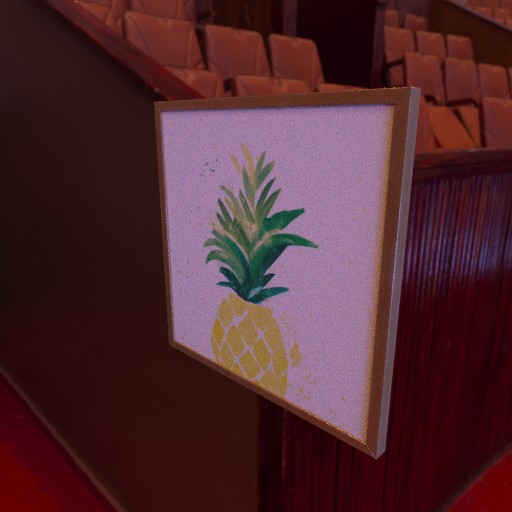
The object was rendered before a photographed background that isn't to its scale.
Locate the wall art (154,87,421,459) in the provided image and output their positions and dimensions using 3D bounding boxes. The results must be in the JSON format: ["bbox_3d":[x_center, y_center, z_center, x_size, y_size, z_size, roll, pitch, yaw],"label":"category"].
[{"bbox_3d":[0.000,0.000,1.122,0.762,0.760,0.037,15,22,41],"label":"wall art"}]
